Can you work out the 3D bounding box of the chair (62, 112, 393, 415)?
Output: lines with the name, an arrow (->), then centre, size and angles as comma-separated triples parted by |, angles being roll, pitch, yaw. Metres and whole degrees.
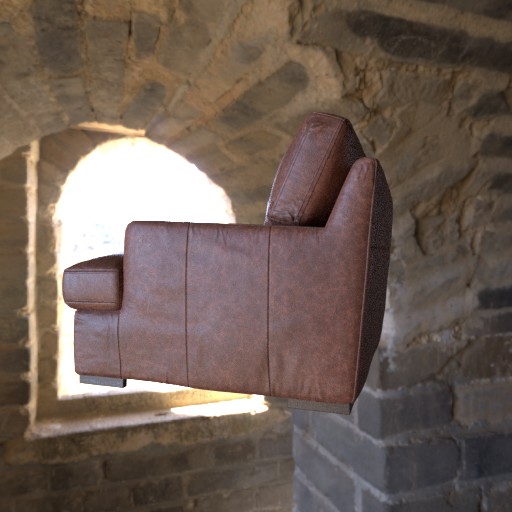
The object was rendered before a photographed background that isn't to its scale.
chair -> 0.000, 0.000, 1.970 | 1.143, 0.939, 1.168 | 0, 0, 19
